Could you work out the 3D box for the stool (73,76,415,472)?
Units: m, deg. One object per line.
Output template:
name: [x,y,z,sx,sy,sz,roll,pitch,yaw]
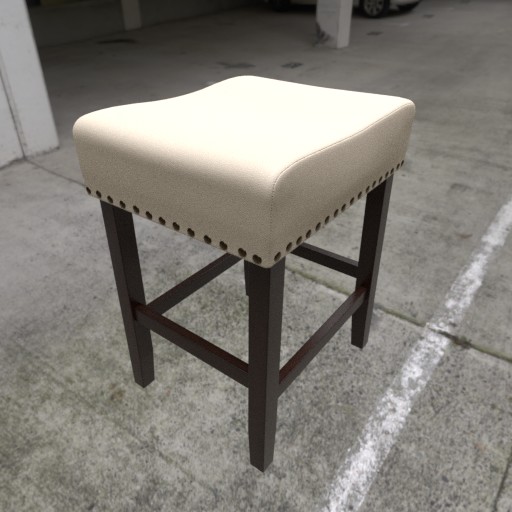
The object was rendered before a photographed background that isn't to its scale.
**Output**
stool: [0.000,0.000,0.915,0.401,0.609,0.471,22,38,31]
